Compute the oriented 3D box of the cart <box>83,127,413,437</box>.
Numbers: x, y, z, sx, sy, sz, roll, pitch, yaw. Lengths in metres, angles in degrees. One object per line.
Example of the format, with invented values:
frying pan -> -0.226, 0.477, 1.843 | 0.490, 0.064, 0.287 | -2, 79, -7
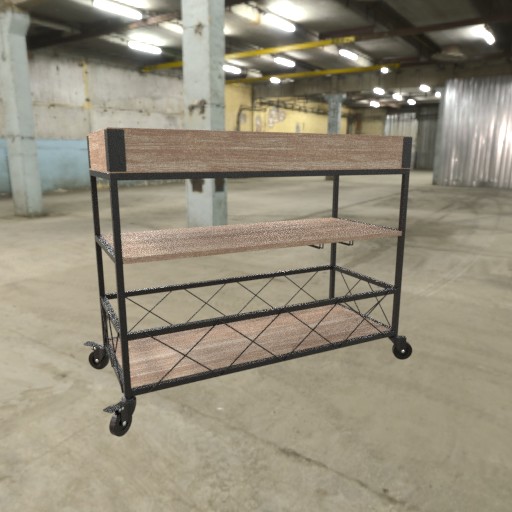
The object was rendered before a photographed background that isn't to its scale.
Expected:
cart -> 0.000, 0.000, 1.501 | 1.101, 0.787, 0.500 | -6, 14, -26
